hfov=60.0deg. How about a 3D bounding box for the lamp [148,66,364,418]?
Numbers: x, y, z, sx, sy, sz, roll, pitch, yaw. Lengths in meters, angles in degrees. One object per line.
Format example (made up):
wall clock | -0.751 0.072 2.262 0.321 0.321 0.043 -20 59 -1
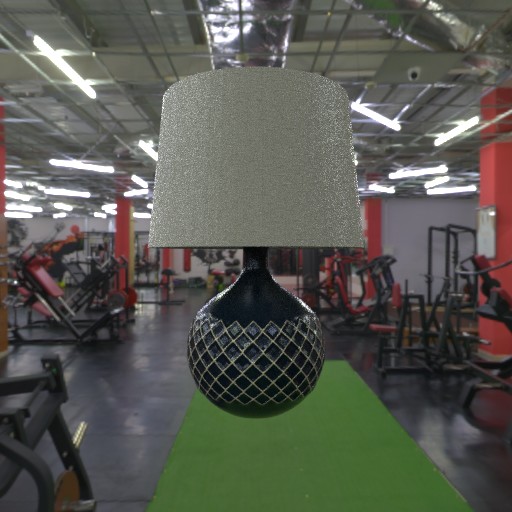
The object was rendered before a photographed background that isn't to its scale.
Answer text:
lamp | 0.000 0.000 0.793 0.376 0.540 0.376 0 0 0
